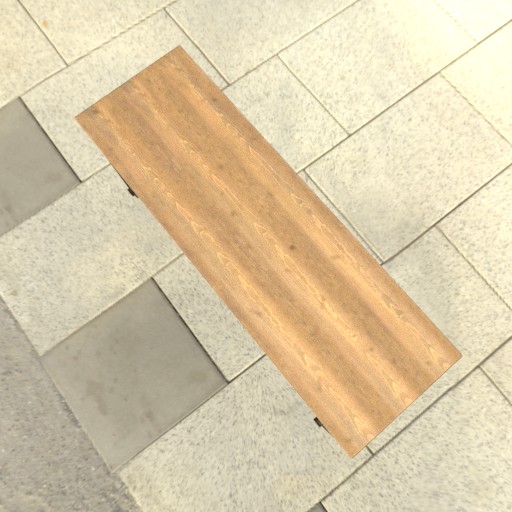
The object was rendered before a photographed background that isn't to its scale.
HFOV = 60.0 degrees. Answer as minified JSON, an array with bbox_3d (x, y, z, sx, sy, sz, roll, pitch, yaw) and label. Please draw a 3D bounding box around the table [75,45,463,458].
[{"bbox_3d":[0.000,0.000,2.154,0.551,0.902,1.700,-39,80,-9],"label":"table"}]
